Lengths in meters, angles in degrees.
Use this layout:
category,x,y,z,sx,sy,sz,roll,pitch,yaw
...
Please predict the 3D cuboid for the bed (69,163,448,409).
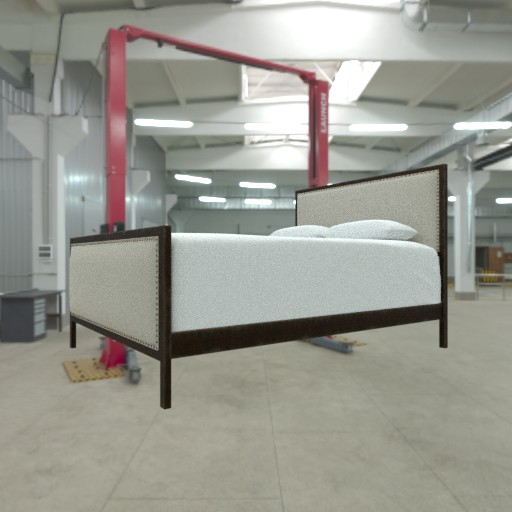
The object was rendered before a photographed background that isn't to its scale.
category,x,y,z,sx,sy,sz,roll,pitch,yaw
bed,0.000,0.000,3.163,2.221,1.313,1.607,0,0,-36
